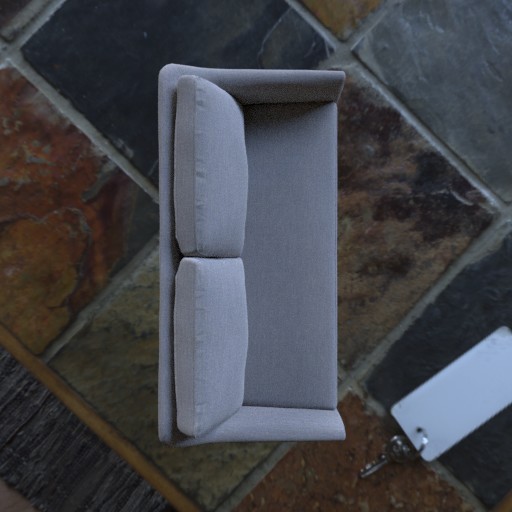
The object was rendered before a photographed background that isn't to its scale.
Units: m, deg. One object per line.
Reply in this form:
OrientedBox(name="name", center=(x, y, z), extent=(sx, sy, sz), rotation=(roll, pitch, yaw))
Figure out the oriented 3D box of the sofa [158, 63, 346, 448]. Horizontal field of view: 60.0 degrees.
OrientedBox(name="sofa", center=(0.000, 0.000, 2.564), extent=(0.980, 0.913, 2.036), rotation=(0, 90, 0))
